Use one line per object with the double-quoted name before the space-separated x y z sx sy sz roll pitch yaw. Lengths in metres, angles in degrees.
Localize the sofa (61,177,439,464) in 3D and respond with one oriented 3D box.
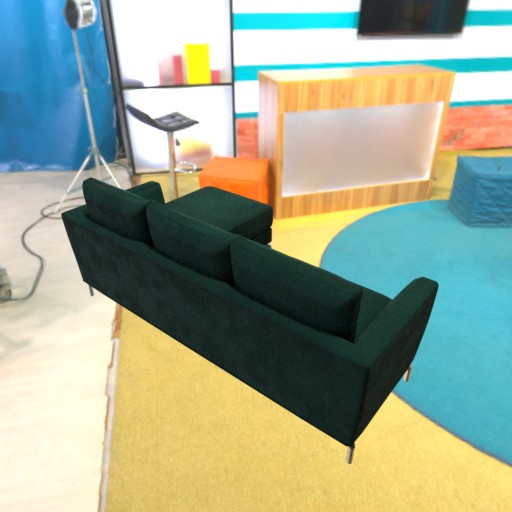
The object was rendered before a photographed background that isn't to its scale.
"sofa" 0.000 0.000 3.138 2.441 1.007 1.489 23 37 33
